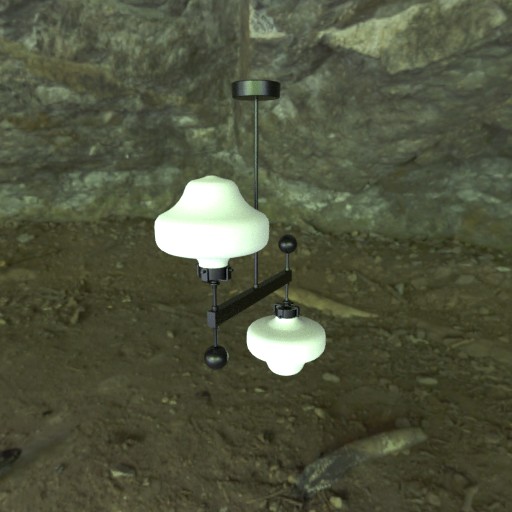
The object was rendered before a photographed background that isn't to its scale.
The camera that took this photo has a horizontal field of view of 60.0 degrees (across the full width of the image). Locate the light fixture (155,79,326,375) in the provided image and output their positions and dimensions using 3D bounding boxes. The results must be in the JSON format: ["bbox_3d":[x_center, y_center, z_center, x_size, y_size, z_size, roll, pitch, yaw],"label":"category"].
[{"bbox_3d":[0.000,0.000,1.014,0.422,0.743,0.489,-2,14,-8],"label":"light fixture"}]
